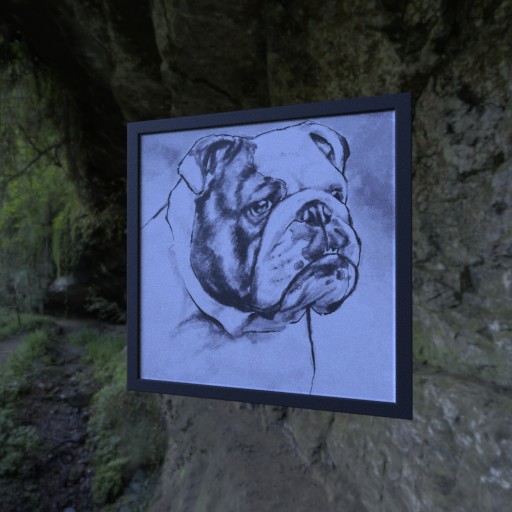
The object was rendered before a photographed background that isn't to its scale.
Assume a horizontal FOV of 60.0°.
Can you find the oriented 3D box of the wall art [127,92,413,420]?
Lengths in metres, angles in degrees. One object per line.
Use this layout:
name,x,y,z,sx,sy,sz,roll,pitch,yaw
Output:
wall art,0.000,0.000,0.845,0.562,0.558,0.012,0,0,18
